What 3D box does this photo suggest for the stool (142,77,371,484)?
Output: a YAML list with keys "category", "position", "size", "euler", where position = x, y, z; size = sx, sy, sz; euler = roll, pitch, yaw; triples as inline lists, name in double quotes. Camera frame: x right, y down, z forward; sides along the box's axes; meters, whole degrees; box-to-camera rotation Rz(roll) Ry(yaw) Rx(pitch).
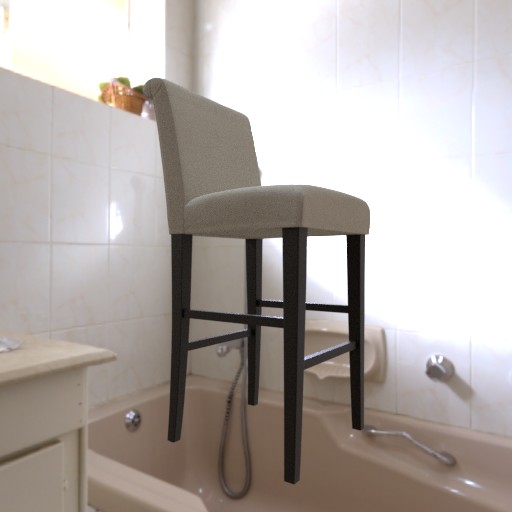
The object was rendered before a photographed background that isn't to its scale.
- category: "stool"
  position: [0.000, 0.000, 1.421]
  size: [0.597, 1.124, 0.452]
  euler: [0, -1, 36]
